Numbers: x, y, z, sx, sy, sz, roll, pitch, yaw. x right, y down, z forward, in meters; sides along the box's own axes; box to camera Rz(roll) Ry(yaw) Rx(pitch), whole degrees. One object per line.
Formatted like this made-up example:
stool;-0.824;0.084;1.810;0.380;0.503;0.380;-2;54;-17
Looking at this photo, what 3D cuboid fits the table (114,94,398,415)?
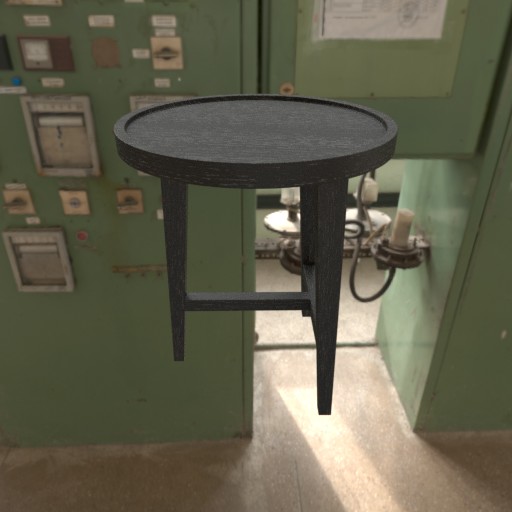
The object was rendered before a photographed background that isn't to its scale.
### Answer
table;0.000;0.000;0.760;0.399;0.460;0.399;0;30;0
